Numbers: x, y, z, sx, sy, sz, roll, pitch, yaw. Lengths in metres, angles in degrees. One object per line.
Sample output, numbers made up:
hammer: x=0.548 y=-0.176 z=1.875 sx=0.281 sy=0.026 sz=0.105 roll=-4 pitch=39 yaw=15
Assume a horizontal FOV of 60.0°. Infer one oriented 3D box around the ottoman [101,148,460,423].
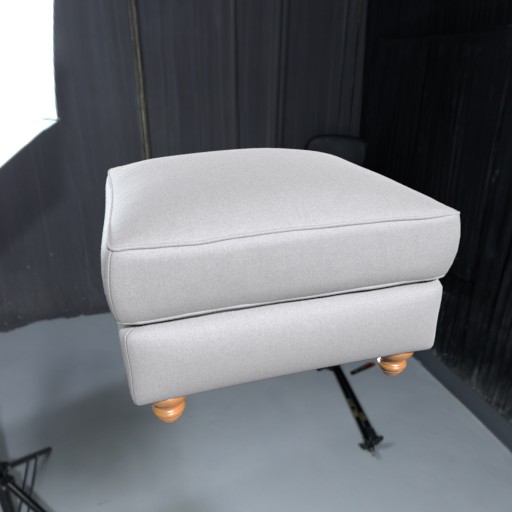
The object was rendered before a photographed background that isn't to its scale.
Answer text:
ottoman: x=0.000 y=0.000 z=1.152 sx=0.721 sy=0.505 sz=0.662 roll=-7 pitch=25 yaw=-15
